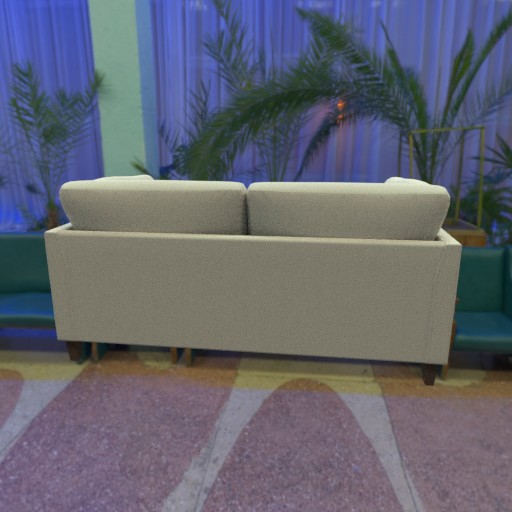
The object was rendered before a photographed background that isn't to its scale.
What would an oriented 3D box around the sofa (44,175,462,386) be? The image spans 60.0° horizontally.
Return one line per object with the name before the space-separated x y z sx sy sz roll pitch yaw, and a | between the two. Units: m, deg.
sofa | 0.000 0.000 2.317 1.776 0.836 0.970 2 15 7
